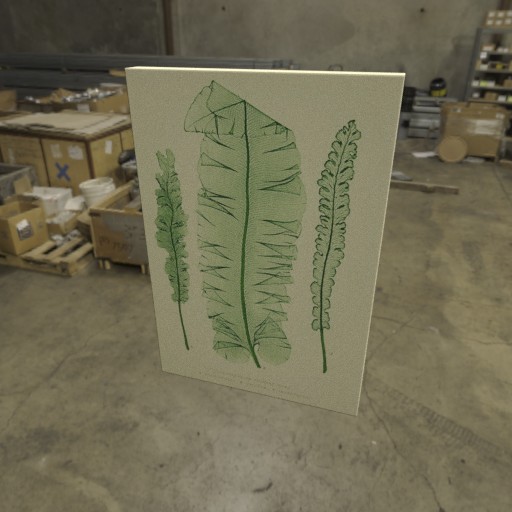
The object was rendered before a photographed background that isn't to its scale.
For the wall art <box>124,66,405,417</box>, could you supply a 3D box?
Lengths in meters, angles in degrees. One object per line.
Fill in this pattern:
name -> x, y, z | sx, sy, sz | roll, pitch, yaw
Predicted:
wall art -> 0.000, 0.000, 0.786 | 0.418, 0.608, 0.038 | 8, 28, 16
